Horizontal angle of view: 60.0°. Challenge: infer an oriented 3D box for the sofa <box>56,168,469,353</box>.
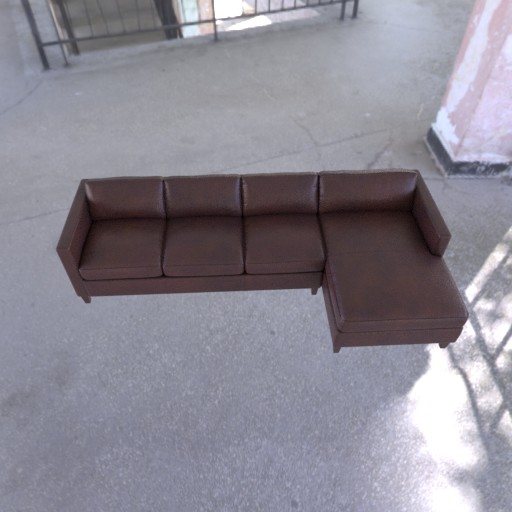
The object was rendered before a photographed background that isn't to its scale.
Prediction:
[{"bbox_3d":[0.000,0.000,3.866,3.203,0.883,1.581,-2,47,-2],"label":"sofa"}]
